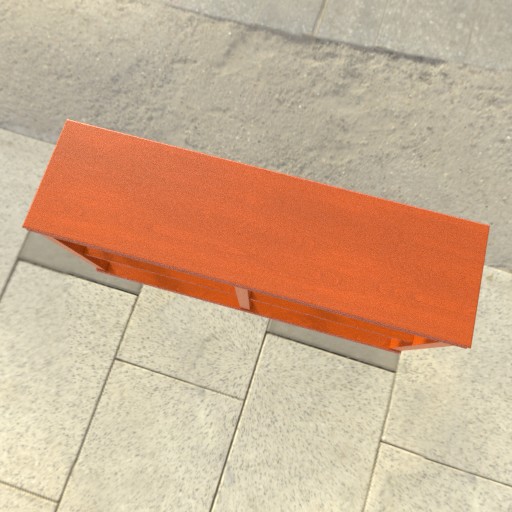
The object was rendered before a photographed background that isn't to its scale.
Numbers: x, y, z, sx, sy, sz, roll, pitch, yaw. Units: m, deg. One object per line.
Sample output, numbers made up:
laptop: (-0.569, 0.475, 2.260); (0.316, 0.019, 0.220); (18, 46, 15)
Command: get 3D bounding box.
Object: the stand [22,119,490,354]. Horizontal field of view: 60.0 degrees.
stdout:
stand: (0.000, 0.000, 1.714); (1.372, 0.762, 0.381); (15, 77, 4)
